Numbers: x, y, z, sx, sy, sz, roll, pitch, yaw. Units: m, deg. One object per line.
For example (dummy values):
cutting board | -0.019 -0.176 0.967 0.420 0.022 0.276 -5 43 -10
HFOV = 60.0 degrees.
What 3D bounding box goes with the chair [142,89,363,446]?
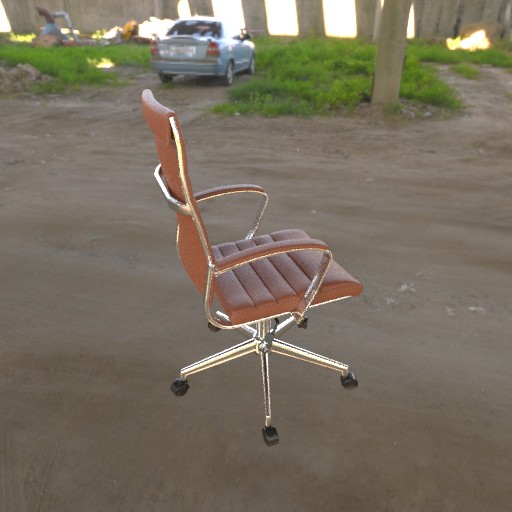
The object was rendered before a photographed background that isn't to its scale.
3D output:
chair | 0.000 0.000 1.652 0.739 1.149 0.766 -10 30 -18
